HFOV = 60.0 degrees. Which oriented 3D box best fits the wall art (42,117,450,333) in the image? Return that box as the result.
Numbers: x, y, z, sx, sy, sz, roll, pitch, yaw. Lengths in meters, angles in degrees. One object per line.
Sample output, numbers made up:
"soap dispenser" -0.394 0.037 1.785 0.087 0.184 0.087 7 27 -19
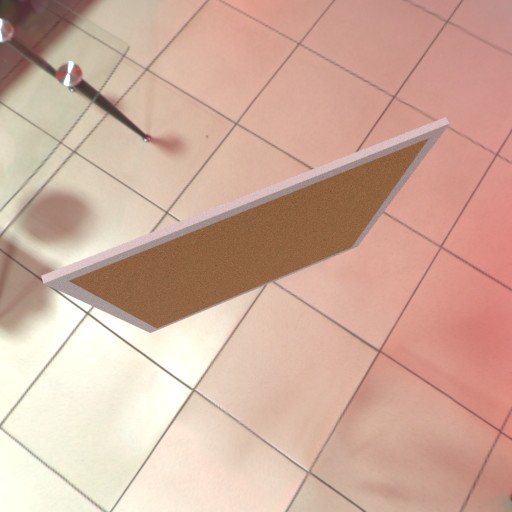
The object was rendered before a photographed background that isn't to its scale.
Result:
"wall art" 0.000 0.000 0.680 0.456 0.457 0.009 -22 75 -6
